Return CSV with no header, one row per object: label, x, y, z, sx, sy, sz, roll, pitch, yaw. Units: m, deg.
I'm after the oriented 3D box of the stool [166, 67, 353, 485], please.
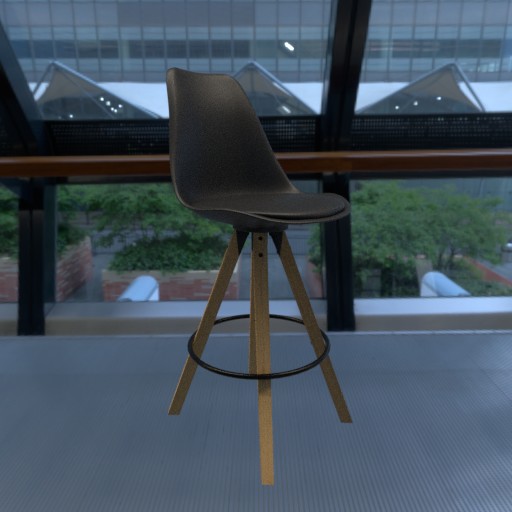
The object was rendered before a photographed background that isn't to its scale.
stool,0.000,0.000,1.367,0.485,1.115,0.550,-14,20,-43
